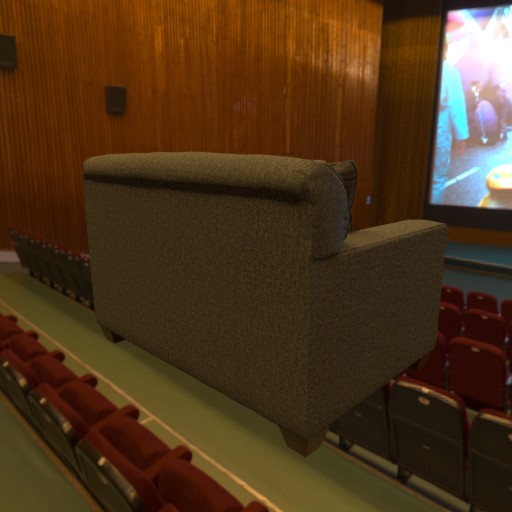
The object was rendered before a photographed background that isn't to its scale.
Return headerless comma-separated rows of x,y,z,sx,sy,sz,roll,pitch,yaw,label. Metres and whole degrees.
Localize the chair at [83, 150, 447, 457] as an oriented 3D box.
0.000,0.000,2.050,1.383,0.948,1.000,13,18,43,chair
